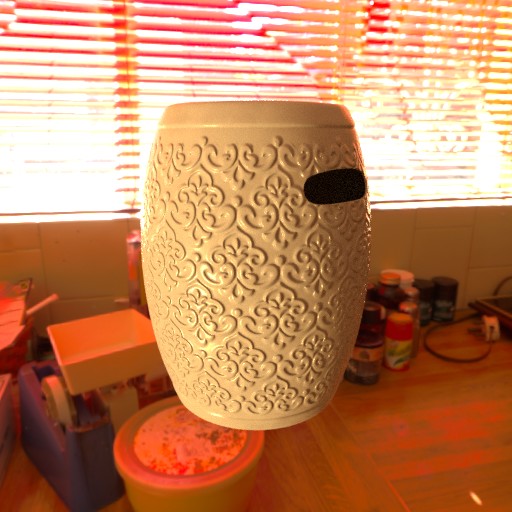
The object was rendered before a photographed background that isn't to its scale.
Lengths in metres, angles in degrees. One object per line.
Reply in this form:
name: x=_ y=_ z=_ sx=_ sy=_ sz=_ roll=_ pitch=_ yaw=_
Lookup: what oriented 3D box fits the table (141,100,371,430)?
table: x=0.000 y=0.000 z=0.619 sx=0.309 sy=0.397 sz=0.309 roll=0 pitch=15 yaw=0
